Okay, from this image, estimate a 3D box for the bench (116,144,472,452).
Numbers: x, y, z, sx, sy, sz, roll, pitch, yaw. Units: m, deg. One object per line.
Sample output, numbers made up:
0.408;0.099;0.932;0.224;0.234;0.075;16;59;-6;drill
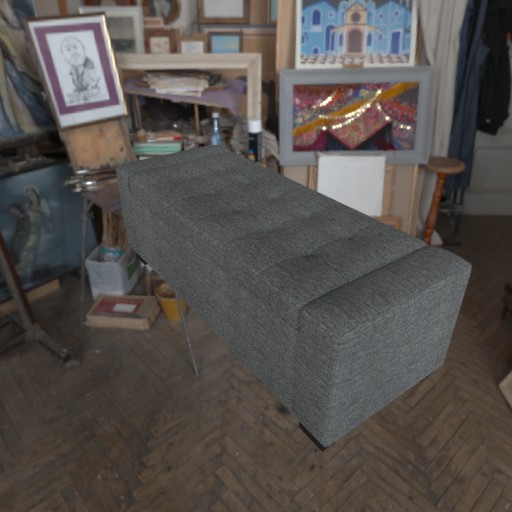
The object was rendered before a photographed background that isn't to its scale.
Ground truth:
0.000;0.000;1.606;0.508;0.445;1.296;-21;37;-30;bench
